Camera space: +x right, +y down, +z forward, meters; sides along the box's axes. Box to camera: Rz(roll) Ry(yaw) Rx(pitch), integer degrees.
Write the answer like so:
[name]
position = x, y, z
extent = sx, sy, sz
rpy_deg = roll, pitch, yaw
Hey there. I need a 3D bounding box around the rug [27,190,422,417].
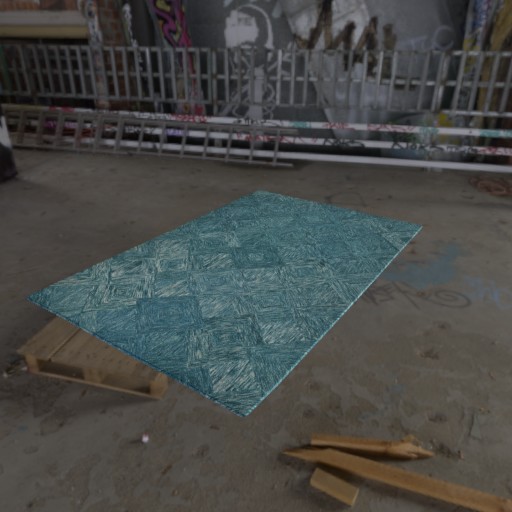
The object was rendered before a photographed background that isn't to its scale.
[rug]
position = 0.000, 0.000, 2.187
extent = 1.136, 0.017, 1.728
rpy_deg = 17, 32, 31
